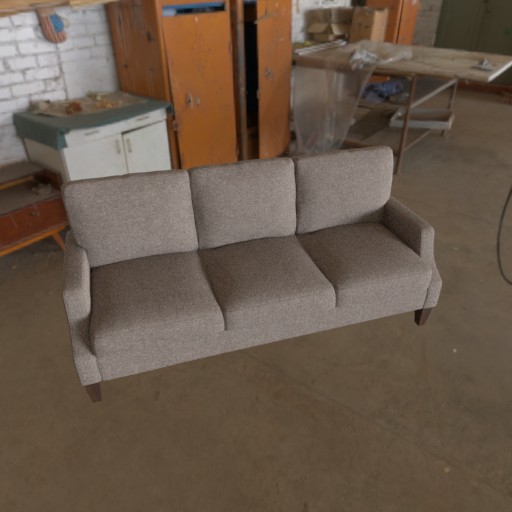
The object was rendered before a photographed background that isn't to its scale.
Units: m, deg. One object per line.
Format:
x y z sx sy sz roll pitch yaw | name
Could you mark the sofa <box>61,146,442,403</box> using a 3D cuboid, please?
0.000 0.000 2.647 2.115 0.984 0.888 -10 34 -15 | sofa
